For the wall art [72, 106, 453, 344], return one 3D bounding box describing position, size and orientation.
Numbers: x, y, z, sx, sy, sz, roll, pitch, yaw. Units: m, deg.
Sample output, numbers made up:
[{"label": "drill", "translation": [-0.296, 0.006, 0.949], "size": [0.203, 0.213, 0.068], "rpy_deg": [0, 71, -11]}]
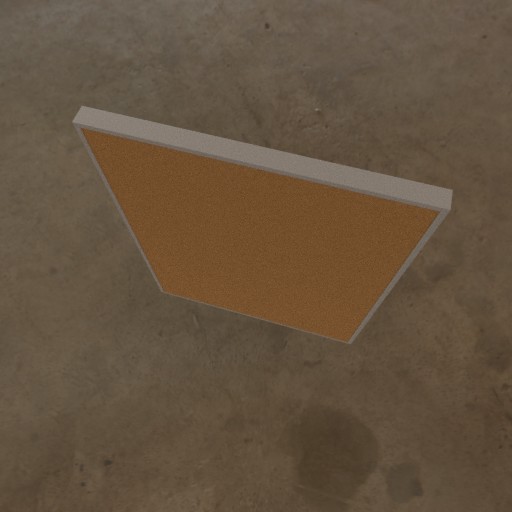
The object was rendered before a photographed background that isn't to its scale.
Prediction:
[{"label": "wall art", "translation": [0.000, 0.000, 1.044], "size": [0.611, 0.763, 0.055], "rpy_deg": [14, 65, 7]}]
